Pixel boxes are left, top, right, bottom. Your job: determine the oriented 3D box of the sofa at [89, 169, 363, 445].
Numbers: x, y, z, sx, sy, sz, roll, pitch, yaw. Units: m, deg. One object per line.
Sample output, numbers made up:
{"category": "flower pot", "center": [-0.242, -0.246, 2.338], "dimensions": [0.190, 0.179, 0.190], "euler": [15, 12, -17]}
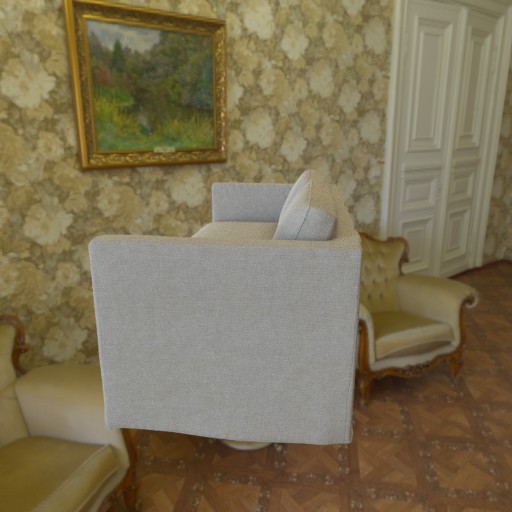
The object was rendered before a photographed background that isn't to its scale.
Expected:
{"category": "sofa", "center": [0.000, 0.000, 2.440], "dimensions": [0.956, 0.847, 1.987], "euler": [2, 15, 7]}
